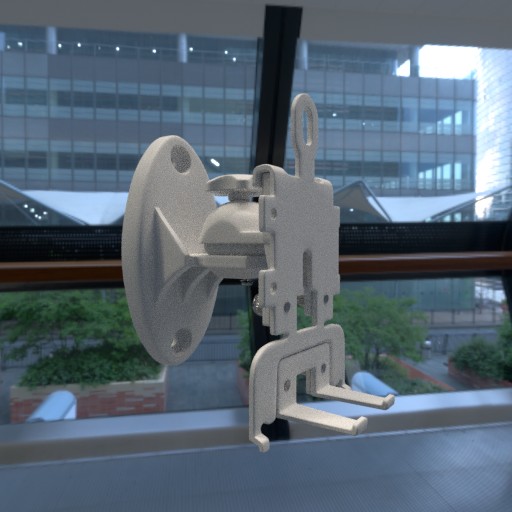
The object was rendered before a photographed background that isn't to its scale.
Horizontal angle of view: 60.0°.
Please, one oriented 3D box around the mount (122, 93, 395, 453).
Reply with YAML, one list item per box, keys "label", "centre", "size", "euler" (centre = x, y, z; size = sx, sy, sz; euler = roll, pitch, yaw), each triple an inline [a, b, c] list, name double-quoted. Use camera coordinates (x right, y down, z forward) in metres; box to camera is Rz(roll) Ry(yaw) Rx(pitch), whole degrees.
- label: "mount"
  centre: [0.000, 0.000, 0.175]
  size: [0.100, 0.118, 0.066]
  euler: [1, 1, 36]
